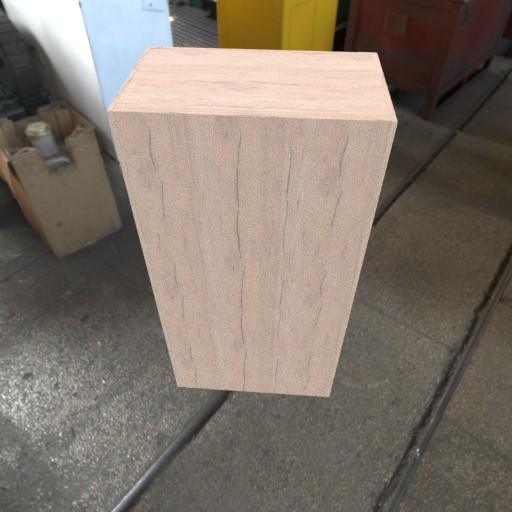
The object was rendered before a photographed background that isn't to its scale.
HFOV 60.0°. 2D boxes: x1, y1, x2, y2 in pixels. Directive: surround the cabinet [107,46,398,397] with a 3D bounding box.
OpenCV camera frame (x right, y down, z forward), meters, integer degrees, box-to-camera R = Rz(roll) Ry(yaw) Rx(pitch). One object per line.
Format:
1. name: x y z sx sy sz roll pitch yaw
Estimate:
1. cabinet: 0.000 0.000 2.377 0.980 1.930 0.580 3 46 3
